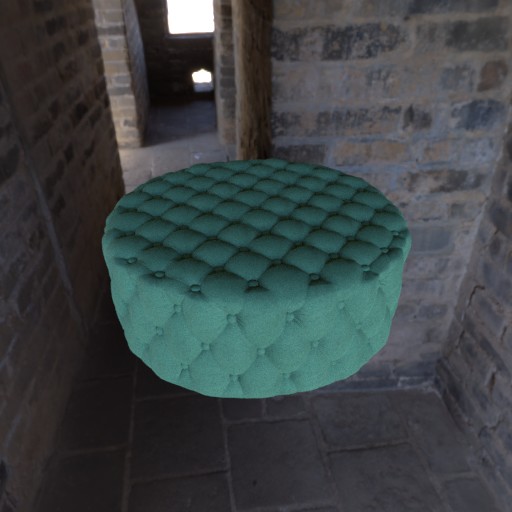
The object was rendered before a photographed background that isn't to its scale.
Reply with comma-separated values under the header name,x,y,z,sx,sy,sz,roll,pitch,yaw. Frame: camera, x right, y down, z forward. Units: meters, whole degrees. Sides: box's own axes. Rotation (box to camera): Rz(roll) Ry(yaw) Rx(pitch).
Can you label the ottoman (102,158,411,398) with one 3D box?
name,x,y,z,sx,sy,sz,roll,pitch,yaw
ottoman,0.000,0.000,1.551,0.998,0.399,0.998,0,33,0
